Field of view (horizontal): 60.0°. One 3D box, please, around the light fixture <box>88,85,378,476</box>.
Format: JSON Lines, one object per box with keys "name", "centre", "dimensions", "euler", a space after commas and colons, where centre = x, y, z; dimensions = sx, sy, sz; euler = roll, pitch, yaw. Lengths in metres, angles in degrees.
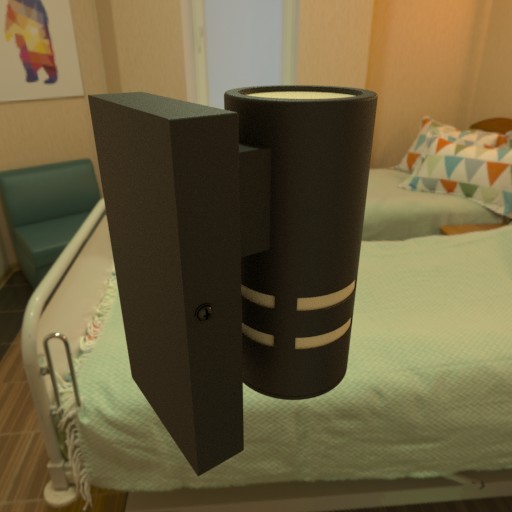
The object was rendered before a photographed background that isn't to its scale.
{"name": "light fixture", "centre": [0.000, 0.000, 0.259], "dimensions": [0.138, 0.179, 0.098], "euler": [-17, 31, -31]}
